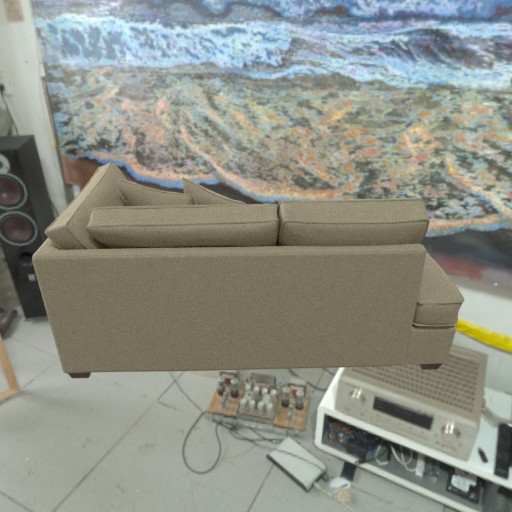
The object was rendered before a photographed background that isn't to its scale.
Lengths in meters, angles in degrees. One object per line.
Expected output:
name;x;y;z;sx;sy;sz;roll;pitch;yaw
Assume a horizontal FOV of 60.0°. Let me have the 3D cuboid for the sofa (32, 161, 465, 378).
sofa;0.000;0.000;2.802;2.237;1.033;1.110;-1;29;-2
